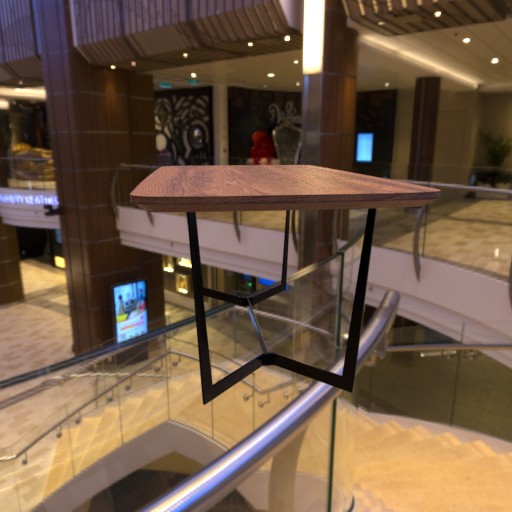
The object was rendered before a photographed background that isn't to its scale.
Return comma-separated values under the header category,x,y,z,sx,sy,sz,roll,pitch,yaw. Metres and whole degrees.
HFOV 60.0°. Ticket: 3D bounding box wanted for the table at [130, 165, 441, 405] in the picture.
category,x,y,z,sx,sy,sz,roll,pitch,yaw
table,0.000,0.000,2.106,0.949,0.765,1.643,-2,15,-8
